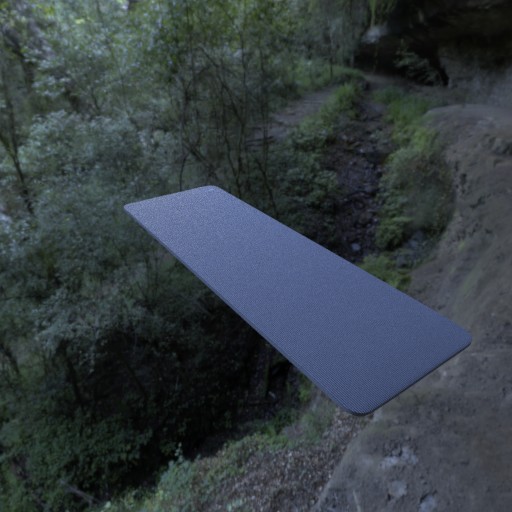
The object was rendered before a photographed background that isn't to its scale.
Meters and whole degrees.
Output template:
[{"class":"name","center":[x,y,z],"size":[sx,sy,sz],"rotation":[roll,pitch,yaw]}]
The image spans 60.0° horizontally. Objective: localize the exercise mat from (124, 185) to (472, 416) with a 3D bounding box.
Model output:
[{"class":"exercise mat","center":[0.000,0.000,2.083],"size":[0.616,0.021,1.884],"rotation":[-19,35,-30]}]
